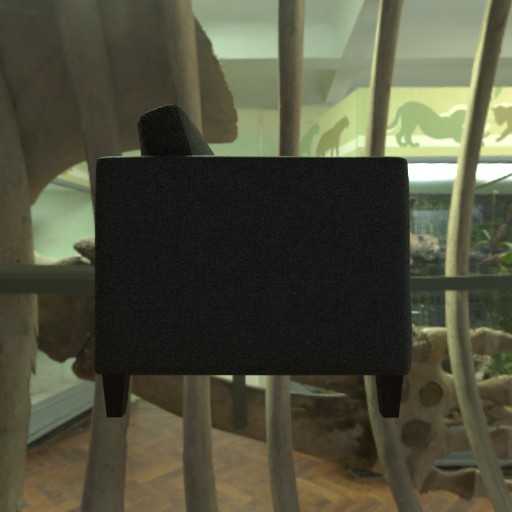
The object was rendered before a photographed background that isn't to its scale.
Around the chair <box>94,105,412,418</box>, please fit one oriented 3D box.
[{"bbox_3d":[0.000,0.000,1.802,0.959,0.963,1.107,0,-1,0],"label":"chair"}]
